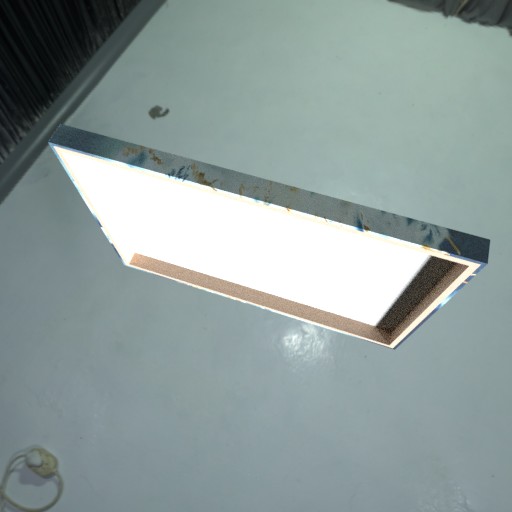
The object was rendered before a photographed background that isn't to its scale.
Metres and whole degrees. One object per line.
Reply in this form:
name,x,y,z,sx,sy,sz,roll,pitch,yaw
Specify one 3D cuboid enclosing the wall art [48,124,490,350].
wall art,0.000,0.000,0.772,0.607,0.405,0.036,16,65,8
